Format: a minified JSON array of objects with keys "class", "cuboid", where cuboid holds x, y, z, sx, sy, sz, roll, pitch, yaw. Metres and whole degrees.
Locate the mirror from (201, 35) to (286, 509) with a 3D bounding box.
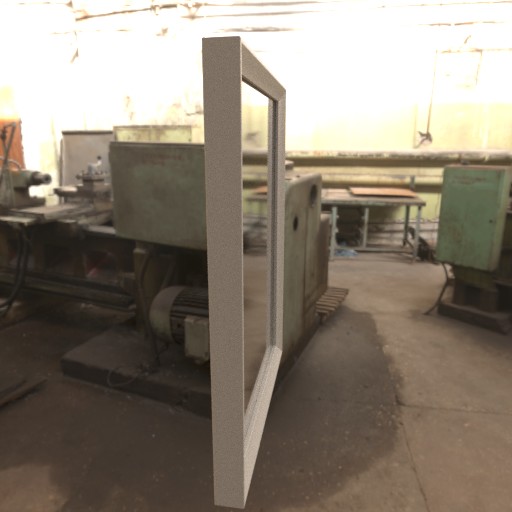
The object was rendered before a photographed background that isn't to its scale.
[{"class":"mirror","cuboid":[0.000,0.000,0.653,0.041,0.509,0.406,2,15,9]}]
